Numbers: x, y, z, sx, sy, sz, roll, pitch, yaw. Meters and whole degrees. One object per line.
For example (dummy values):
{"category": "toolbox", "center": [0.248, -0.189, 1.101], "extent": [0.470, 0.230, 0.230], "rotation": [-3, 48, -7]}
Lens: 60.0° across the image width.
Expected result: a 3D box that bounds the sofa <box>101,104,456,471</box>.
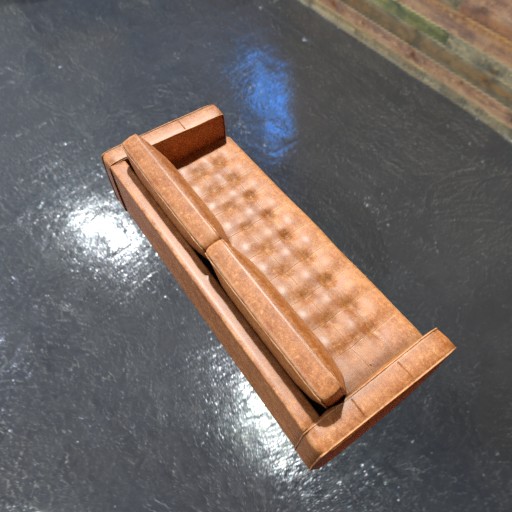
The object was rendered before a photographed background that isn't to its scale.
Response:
{"category": "sofa", "center": [0.000, 0.000, 2.619], "extent": [0.886, 0.779, 2.199], "rotation": [-31, 63, -18]}
